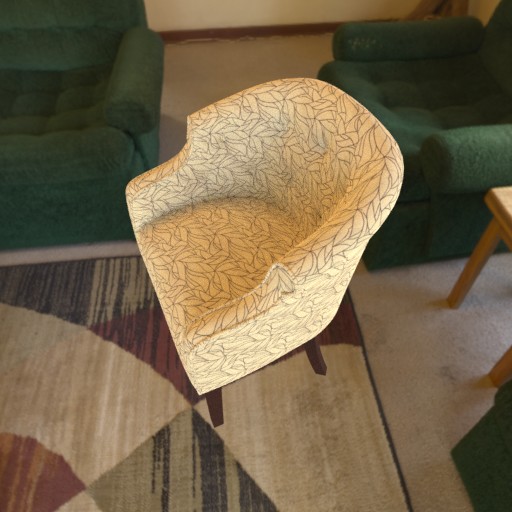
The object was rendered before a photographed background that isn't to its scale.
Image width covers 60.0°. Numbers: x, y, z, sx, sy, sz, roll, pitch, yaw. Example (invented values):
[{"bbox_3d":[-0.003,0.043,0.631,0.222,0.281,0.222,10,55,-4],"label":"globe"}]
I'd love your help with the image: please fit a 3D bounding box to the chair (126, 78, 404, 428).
[{"bbox_3d":[0.000,0.000,1.312,0.613,0.858,0.686,-18,51,-16],"label":"chair"}]
